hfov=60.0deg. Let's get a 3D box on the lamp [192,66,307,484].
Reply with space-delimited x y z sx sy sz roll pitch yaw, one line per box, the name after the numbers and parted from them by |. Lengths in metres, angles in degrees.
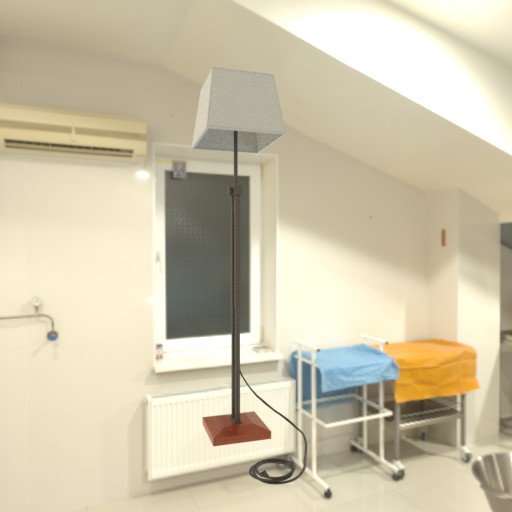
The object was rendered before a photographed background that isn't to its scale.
0.000 0.000 2.008 0.472 1.712 0.745 0 1 -17 | lamp
